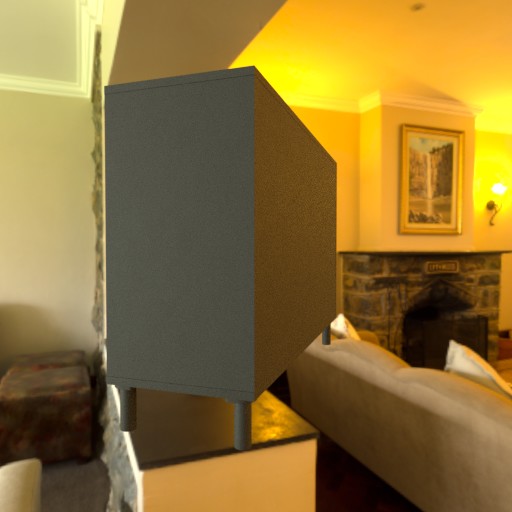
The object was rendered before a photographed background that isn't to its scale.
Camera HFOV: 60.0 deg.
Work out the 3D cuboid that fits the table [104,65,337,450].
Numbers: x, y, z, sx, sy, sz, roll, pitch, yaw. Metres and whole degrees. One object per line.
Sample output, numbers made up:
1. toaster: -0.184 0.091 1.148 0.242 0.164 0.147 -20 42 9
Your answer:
1. table: 0.000 0.000 1.601 0.400 0.855 1.200 0 1 19
